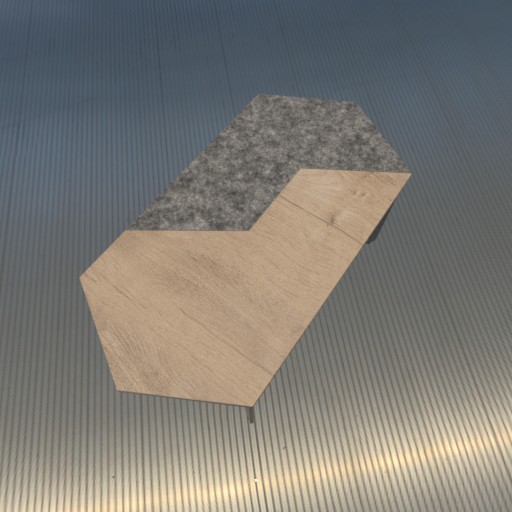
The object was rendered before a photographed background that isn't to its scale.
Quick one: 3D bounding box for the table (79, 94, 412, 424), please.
[{"bbox_3d":[0.000,0.000,1.551,0.609,0.457,1.219,32,68,15],"label":"table"}]
